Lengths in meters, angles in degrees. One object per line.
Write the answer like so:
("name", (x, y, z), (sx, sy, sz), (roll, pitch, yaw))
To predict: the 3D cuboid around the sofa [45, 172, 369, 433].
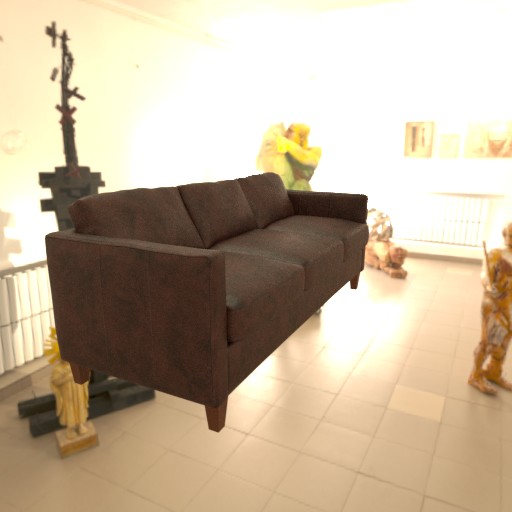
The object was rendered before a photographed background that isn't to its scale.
("sofa", (0.000, 0.000, 3.017), (1.045, 1.006, 2.464), (7, 16, 27))
